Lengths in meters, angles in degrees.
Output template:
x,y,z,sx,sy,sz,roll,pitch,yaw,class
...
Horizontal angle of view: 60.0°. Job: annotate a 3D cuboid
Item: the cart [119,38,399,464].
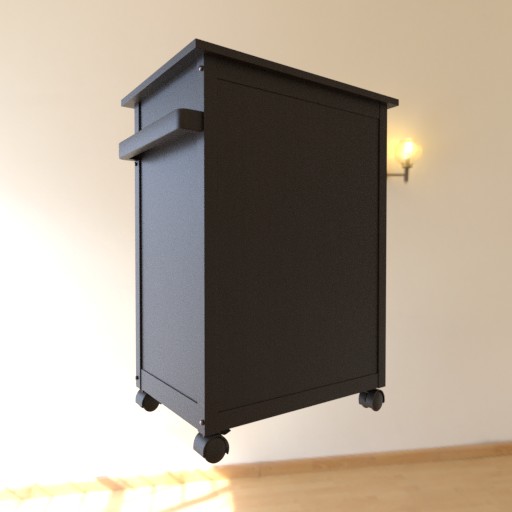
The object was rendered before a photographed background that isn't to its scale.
x,y,z,sx,sy,sz,roll,pitch,yaw,class
0.000,0.000,1.250,0.660,0.879,0.456,-1,1,-35,cart
